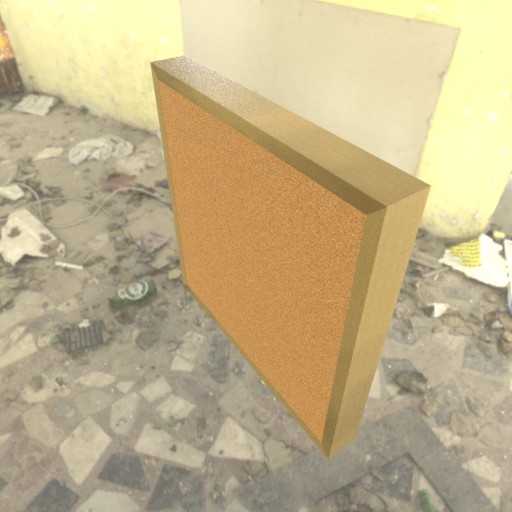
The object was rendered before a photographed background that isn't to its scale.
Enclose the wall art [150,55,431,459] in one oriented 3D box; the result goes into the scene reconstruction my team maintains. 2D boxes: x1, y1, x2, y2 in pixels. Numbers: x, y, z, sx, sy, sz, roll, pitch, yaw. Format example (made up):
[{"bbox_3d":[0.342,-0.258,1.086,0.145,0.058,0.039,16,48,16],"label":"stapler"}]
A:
[{"bbox_3d":[0.000,0.000,0.446,0.038,0.305,0.304,-25,47,-26],"label":"wall art"}]
